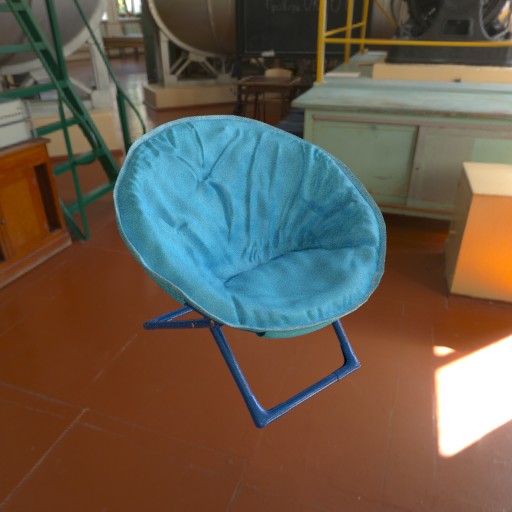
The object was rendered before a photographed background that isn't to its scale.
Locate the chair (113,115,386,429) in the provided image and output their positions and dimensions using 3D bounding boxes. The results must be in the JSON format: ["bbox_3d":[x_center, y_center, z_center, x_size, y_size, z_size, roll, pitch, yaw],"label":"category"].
[{"bbox_3d":[0.000,0.000,0.901,0.520,0.478,0.465,-20,35,-31],"label":"chair"}]
